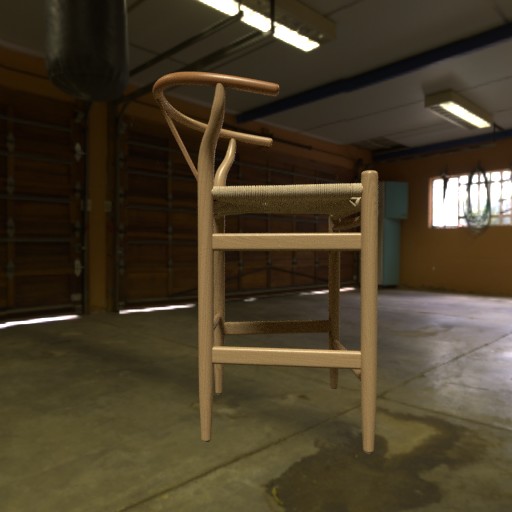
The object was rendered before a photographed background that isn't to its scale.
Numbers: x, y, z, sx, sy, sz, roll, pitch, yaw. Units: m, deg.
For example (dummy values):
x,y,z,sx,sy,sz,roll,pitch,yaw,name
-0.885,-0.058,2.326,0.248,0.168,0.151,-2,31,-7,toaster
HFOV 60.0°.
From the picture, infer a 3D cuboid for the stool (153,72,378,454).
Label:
x,y,z,sx,sy,sz,roll,pitch,yaw,name
0.000,0.000,1.287,0.575,0.923,0.536,0,1,0,stool
